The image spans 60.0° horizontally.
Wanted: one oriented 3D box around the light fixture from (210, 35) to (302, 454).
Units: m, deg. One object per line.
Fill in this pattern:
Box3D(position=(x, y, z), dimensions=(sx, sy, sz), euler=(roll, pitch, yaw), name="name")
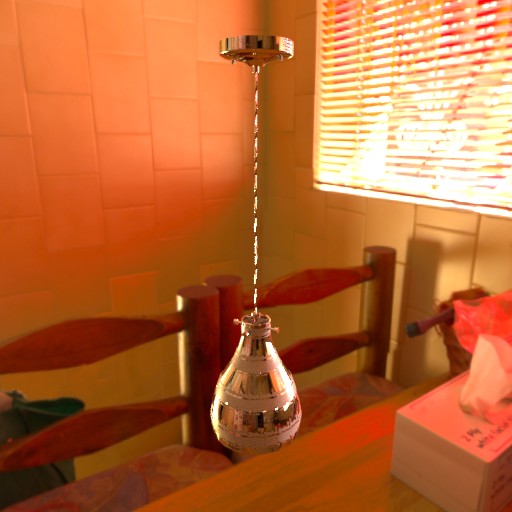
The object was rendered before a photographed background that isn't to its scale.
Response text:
Box3D(position=(0.000, 0.000, 1.656), dimensions=(0.374, 1.457, 0.374), euler=(7, 17, 26), name="light fixture")
